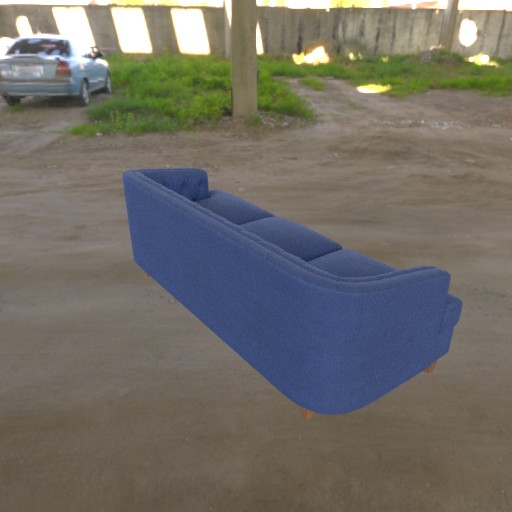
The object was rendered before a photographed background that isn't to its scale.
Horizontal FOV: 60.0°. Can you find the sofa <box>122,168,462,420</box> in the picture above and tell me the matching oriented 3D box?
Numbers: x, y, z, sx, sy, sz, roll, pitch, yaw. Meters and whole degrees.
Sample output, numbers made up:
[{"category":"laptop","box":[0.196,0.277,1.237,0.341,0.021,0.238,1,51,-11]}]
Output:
[{"category":"sofa","box":[0.000,0.000,2.761,0.914,0.787,2.235,-19,32,-33]}]
